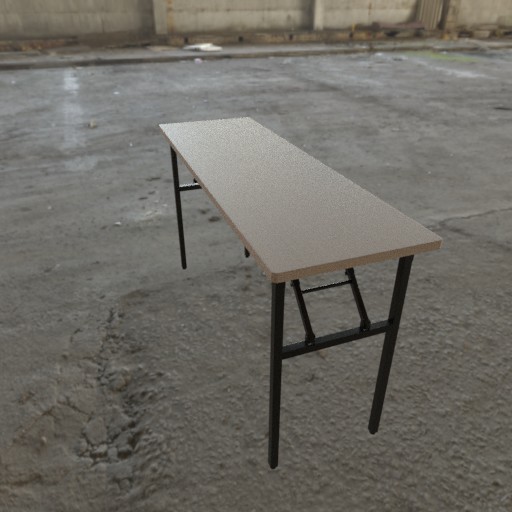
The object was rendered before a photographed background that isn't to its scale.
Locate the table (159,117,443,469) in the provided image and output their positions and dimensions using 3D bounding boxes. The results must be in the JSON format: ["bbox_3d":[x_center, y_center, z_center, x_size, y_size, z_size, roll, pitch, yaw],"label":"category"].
[{"bbox_3d":[0.000,0.000,1.750,0.447,0.750,1.397,-11,31,-18],"label":"table"}]
